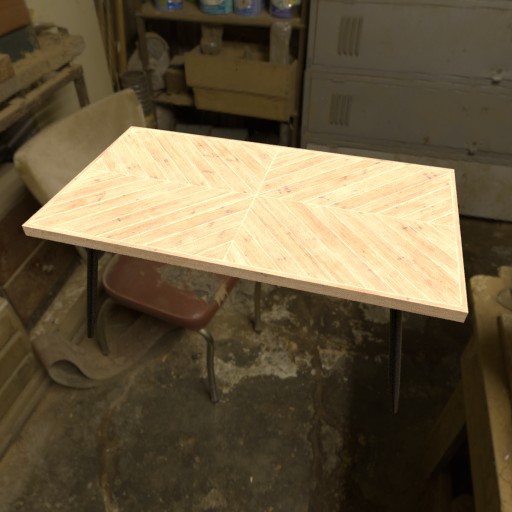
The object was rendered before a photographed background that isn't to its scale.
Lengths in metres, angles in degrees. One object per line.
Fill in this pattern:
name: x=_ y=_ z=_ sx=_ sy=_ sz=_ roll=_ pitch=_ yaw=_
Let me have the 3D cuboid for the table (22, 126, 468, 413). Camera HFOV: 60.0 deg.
table: x=0.000 y=0.000 z=2.324 sx=1.803 sy=0.762 sz=0.991 roll=11 pitch=43 yaw=12
